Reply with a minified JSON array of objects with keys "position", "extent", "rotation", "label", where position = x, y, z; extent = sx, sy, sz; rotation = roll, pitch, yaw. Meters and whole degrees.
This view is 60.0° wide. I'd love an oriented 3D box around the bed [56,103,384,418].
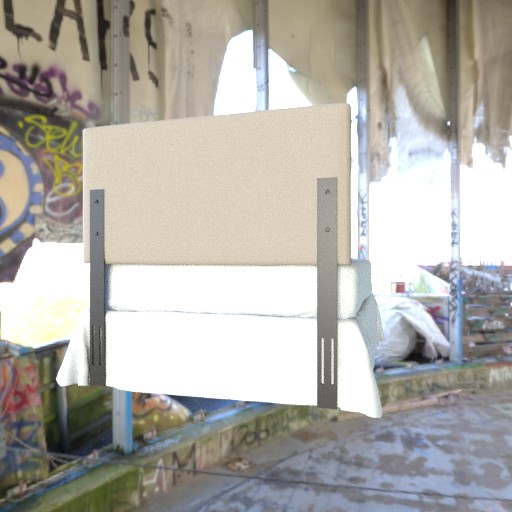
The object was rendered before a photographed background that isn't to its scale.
[{"position":[0.000,0.000,3.463],"extent":[1.936,1.577,2.222],"rotation":[0,0,17],"label":"bed"}]
